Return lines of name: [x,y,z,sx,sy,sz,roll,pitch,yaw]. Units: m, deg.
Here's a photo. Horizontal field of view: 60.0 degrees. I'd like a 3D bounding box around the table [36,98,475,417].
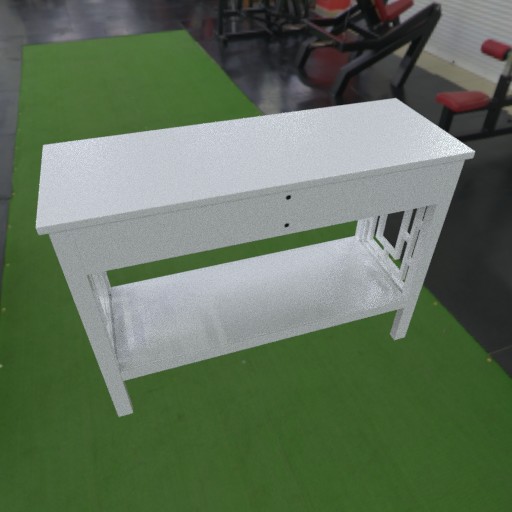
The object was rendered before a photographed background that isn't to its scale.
table: [0.000,0.000,1.411,1.068,0.753,0.397,-12,42,-14]
